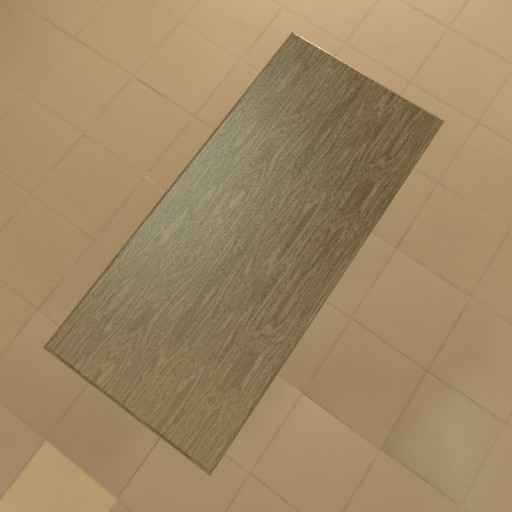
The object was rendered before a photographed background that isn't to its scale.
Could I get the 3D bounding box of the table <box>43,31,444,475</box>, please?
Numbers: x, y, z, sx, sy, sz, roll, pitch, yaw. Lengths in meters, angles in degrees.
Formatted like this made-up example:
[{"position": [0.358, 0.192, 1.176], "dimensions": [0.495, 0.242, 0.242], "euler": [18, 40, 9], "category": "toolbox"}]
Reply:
[{"position": [0.000, 0.000, 1.737], "dimensions": [0.599, 0.780, 1.300], "euler": [34, 79, 8], "category": "table"}]
